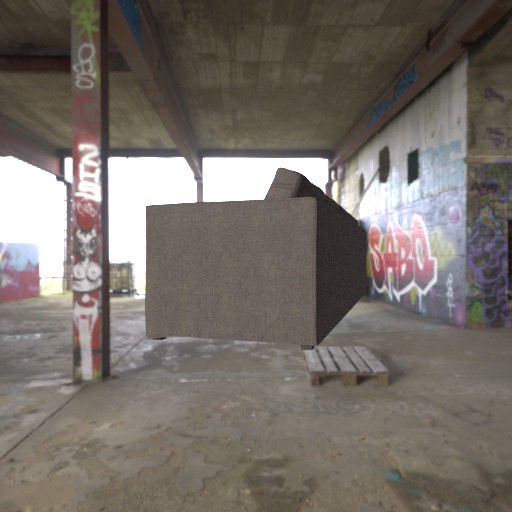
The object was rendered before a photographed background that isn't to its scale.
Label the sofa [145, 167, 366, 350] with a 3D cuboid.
[{"bbox_3d":[0.000,0.000,3.829,1.650,0.922,3.205,0,0,18],"label":"sofa"}]
